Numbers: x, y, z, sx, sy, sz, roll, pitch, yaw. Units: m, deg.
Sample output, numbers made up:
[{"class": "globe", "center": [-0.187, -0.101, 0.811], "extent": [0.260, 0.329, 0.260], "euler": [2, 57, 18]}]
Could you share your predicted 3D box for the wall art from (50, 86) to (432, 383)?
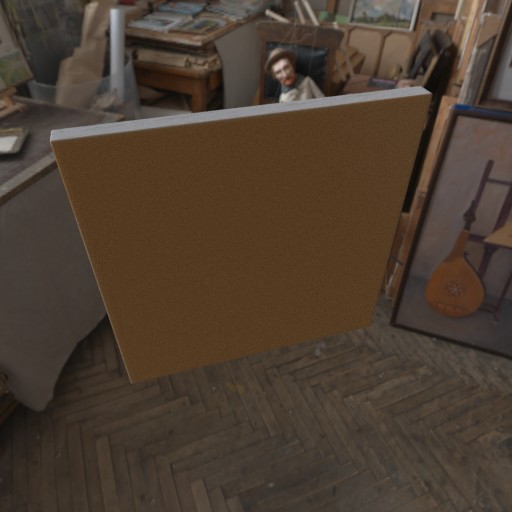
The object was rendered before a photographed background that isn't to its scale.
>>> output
[{"class": "wall art", "center": [0.000, 0.000, 1.893], "extent": [1.287, 1.288, 0.078], "euler": [-11, 43, -12]}]
